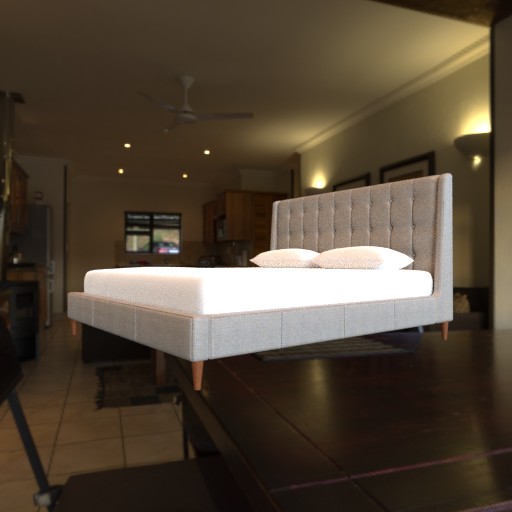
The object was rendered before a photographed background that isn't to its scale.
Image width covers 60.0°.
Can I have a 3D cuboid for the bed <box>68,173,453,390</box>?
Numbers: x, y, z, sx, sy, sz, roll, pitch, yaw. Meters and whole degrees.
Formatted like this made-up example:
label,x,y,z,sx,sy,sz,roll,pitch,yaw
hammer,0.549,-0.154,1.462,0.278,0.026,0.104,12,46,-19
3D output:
label,x,y,z,sx,sy,sz,roll,pitch,yaw
bed,0.000,0.000,3.560,2.342,1.289,2.062,1,-1,-38
